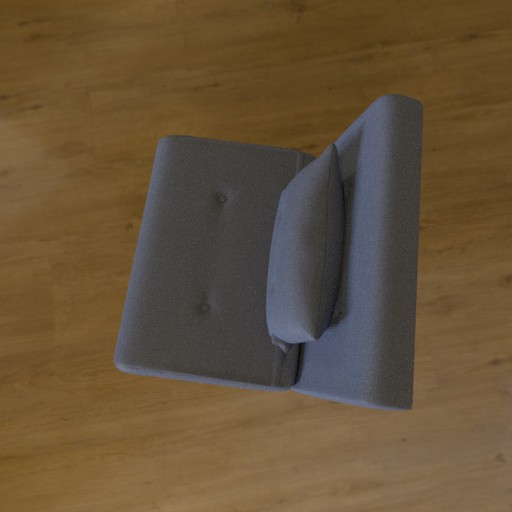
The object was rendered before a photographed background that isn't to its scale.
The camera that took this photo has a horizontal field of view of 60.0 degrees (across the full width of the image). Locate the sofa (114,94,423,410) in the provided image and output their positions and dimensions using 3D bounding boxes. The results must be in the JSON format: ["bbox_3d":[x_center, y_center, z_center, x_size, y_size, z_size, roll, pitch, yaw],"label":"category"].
[{"bbox_3d":[0.000,0.000,1.727,0.996,0.860,0.999,7,75,2],"label":"sofa"}]
